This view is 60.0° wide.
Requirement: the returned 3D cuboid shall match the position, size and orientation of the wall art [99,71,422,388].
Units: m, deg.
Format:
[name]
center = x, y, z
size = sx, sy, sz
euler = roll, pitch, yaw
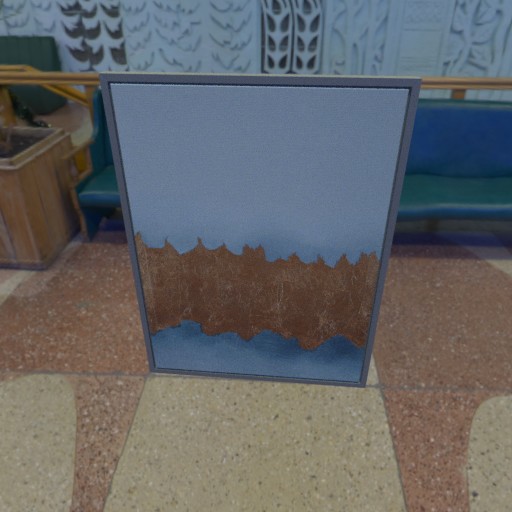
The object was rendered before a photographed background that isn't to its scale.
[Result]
[wall art]
center = 0.000, 0.000, 1.360
size = 0.789, 1.042, 0.034
euler = 3, 31, 5
